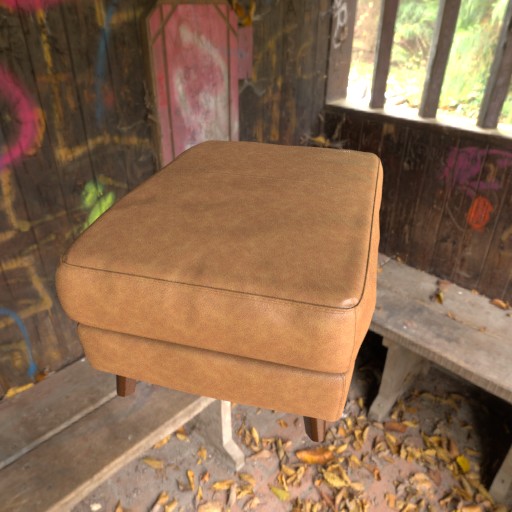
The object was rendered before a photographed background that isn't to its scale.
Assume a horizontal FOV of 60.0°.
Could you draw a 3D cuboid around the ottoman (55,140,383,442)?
[{"bbox_3d":[0.000,0.000,1.206,0.630,0.461,0.869,8,32,13],"label":"ottoman"}]
